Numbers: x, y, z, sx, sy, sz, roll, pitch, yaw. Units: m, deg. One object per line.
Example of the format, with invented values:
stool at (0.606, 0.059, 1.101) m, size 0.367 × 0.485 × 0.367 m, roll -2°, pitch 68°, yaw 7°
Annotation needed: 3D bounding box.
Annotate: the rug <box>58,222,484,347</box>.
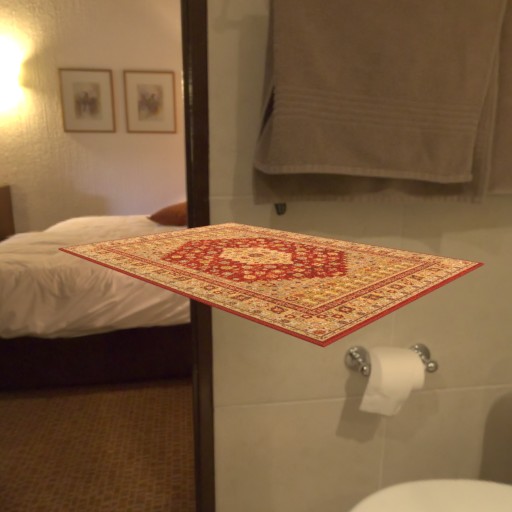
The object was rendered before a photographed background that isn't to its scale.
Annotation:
rug at (0.000, 0.000, 2.816) m, size 2.211 × 0.013 × 1.593 m, roll 13°, pitch 18°, yaw 43°
